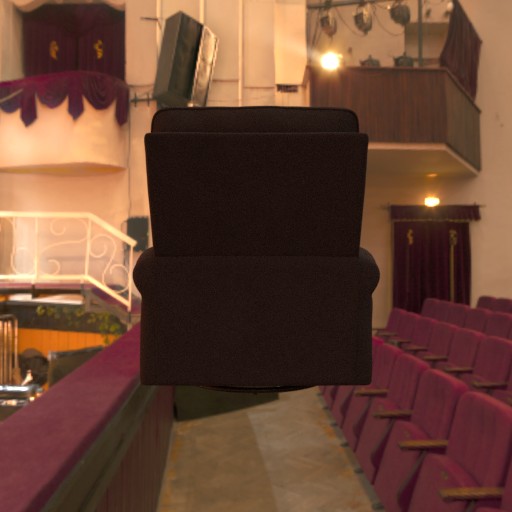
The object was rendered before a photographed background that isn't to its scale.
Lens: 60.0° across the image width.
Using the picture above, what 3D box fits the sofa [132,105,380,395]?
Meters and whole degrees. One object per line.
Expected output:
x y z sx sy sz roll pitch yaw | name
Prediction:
0.000 0.000 2.049 0.880 0.959 1.478 0 -1 0 | sofa
